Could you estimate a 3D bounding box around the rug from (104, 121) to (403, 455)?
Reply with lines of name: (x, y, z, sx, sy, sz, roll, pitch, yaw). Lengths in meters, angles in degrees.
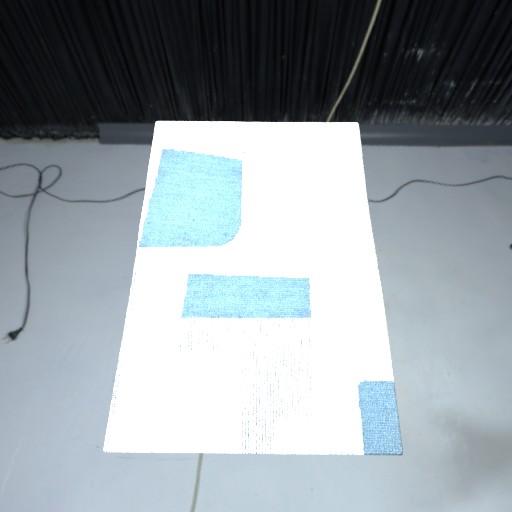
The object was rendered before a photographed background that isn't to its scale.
rug: (0.000, 0.000, 2.260, 1.238, 0.020, 1.847, 1, 62, 0)
